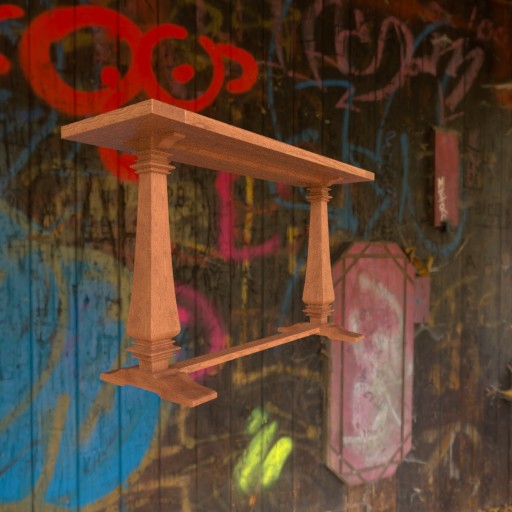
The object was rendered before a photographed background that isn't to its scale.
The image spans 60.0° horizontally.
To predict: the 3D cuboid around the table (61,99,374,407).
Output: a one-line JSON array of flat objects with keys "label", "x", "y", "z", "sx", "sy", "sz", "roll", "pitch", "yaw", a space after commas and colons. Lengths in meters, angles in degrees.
[{"label": "table", "x": 0.000, "y": 0.000, "z": 1.887, "sx": 0.461, "sy": 0.852, "sz": 1.478, "roll": 1, "pitch": 2, "yaw": 37}]
